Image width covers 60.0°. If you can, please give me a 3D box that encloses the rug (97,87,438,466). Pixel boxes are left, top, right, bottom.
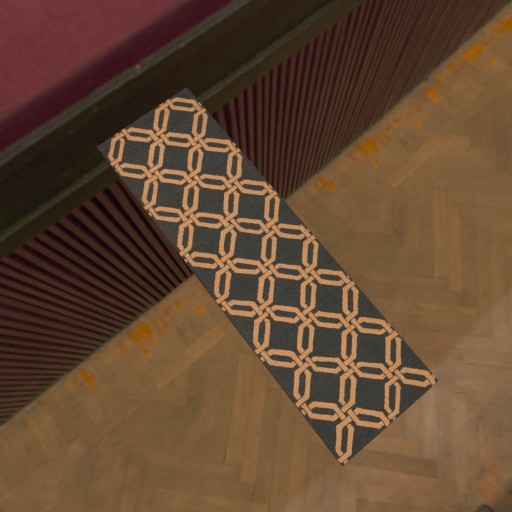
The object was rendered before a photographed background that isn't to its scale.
[{"bbox_3d":[0.000,0.000,2.524,0.678,0.014,2.276,-37,78,-9],"label":"rug"}]
